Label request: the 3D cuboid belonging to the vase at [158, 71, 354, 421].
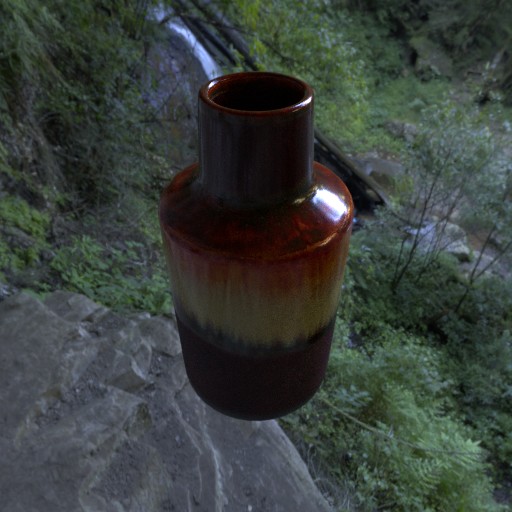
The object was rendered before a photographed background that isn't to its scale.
[{"bbox_3d":[0.000,0.000,0.271,0.108,0.204,0.108,0,41,0],"label":"vase"}]
